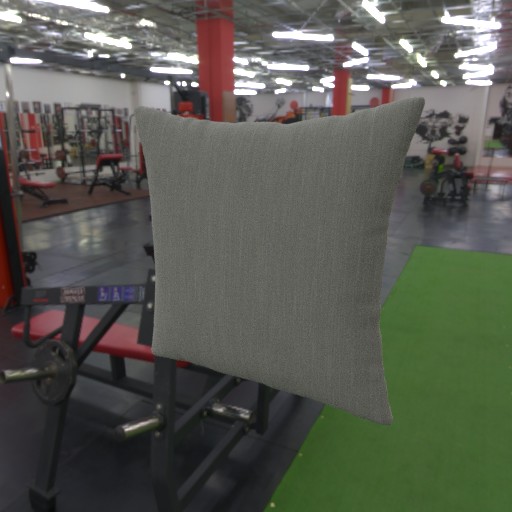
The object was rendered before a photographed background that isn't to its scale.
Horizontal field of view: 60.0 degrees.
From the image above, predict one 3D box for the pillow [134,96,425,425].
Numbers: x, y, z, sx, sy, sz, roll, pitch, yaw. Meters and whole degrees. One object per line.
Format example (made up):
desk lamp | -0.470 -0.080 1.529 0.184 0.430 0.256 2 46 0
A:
pillow | 0.000 0.000 0.773 0.511 0.509 0.161 9 18 27
